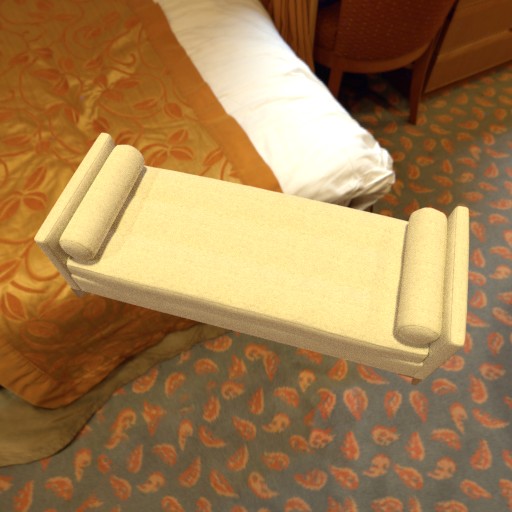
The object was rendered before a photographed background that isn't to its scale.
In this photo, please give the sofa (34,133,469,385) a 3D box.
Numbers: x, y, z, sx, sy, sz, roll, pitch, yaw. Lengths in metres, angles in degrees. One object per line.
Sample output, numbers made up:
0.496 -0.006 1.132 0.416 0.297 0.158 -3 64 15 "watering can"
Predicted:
0.000 0.000 2.509 2.102 0.655 0.797 13 60 8 "sofa"
